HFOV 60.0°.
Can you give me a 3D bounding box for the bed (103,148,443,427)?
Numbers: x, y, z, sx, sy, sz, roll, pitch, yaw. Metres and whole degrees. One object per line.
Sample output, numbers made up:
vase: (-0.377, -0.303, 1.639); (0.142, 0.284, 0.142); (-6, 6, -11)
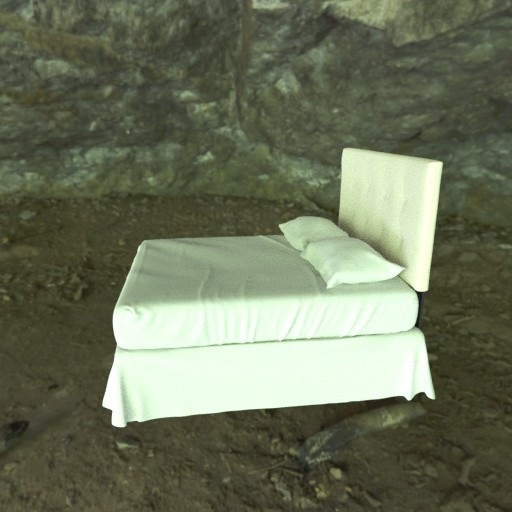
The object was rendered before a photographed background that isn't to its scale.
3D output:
bed: (0.000, 0.000, 3.500); (2.222, 1.577, 1.936); (-2, 17, -8)
